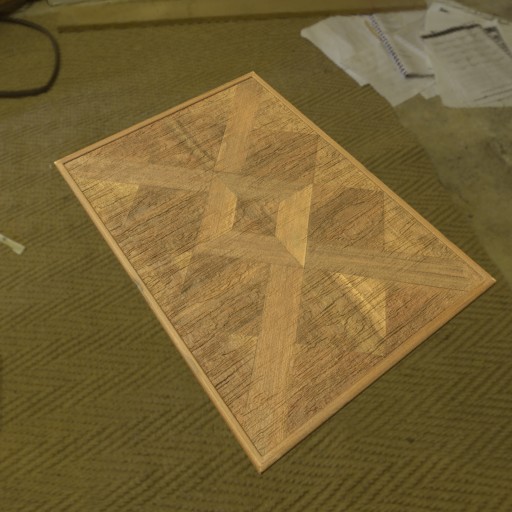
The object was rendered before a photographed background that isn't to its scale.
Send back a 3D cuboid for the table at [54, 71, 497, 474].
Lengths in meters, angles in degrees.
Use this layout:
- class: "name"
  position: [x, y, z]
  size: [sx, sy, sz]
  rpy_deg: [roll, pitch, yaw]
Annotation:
- class: "table"
  position: [0.000, 0.000, 1.653]
  size: [0.877, 0.492, 1.238]
  rpy_deg: [-32, 63, -18]
